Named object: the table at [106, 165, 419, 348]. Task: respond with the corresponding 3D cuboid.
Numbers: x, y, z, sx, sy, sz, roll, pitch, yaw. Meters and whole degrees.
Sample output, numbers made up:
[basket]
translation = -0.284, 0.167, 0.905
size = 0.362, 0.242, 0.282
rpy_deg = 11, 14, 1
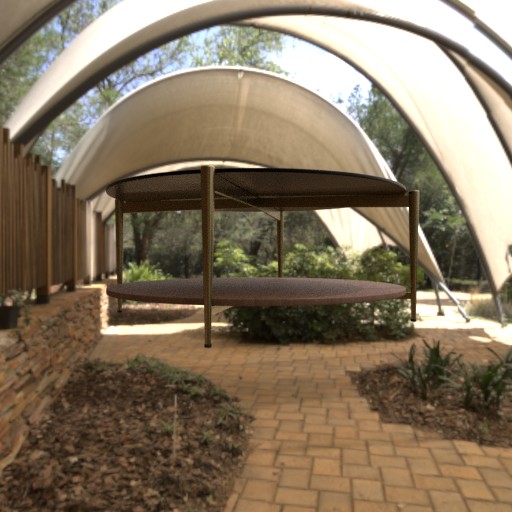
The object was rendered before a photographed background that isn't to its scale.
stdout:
[table]
translation = 0.000, 0.000, 1.463
size = 0.938, 0.400, 0.938
rpy_deg = 0, 0, -18
